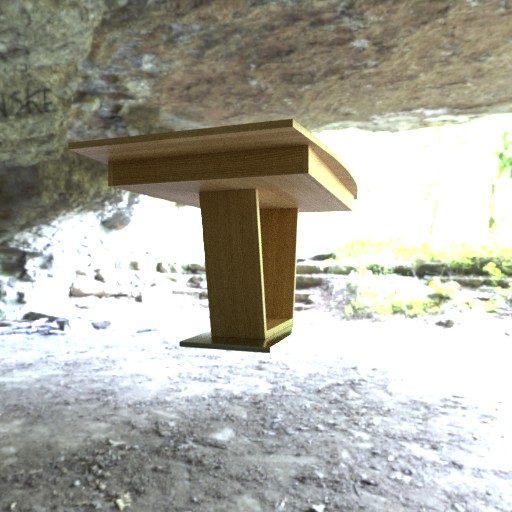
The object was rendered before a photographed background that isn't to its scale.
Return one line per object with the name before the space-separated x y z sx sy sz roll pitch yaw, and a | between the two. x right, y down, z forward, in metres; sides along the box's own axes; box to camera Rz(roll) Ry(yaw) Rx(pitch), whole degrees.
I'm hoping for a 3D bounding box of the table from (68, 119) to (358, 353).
table | 0.000 0.000 2.106 0.900 0.748 1.598 0 0 19
